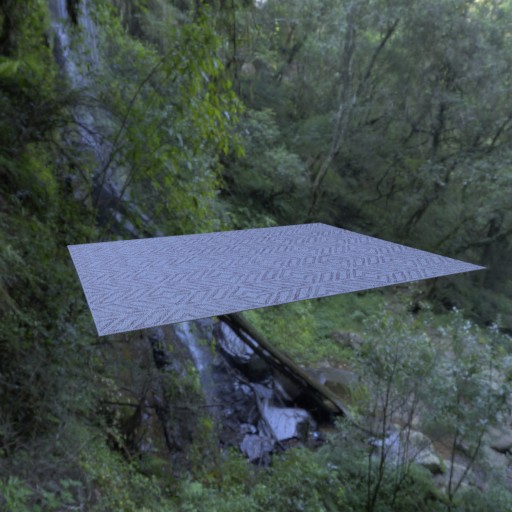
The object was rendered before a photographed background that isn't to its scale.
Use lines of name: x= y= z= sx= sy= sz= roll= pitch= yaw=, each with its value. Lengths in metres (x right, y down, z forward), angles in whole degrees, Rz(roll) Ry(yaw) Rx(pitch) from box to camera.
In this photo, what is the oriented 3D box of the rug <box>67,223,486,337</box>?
rug: x=0.000 y=0.000 z=4.050 sx=3.045 sy=0.008 sz=2.421 roll=-7 pitch=16 yaw=-25
